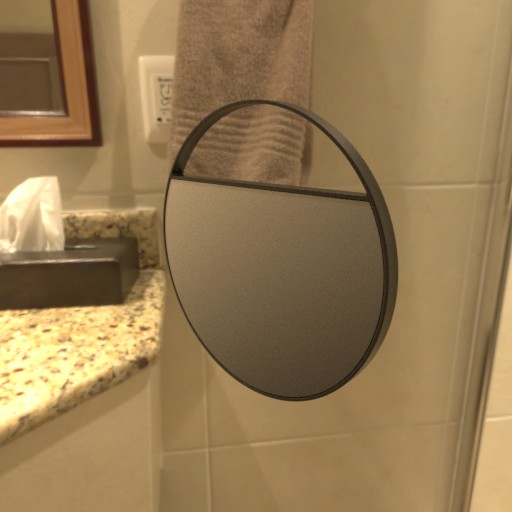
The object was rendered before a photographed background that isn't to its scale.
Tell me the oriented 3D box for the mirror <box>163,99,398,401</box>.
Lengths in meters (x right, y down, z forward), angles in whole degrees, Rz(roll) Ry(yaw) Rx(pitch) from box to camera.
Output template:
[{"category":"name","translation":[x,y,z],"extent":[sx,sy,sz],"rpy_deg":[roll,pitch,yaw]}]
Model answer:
[{"category":"mirror","translation":[0.000,0.000,0.849],"extent":[0.565,0.565,0.032],"rpy_deg":[14,21,42]}]
